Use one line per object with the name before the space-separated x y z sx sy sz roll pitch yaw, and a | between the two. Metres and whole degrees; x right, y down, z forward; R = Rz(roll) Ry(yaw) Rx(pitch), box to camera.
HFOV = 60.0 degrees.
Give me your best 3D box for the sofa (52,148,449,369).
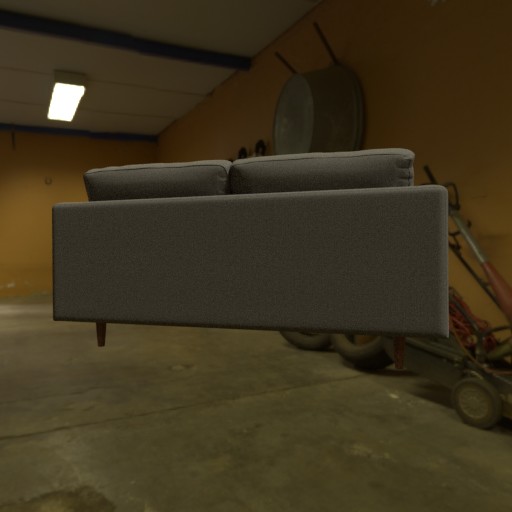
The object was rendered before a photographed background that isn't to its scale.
sofa | 0.000 0.000 2.245 1.713 0.866 0.940 0 1 17
